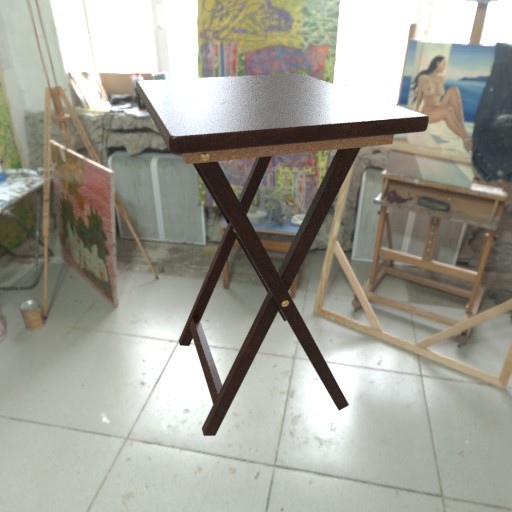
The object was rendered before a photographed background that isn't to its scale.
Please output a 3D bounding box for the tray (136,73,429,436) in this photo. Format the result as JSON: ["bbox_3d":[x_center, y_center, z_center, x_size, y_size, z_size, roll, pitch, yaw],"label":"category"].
[{"bbox_3d":[0.000,0.000,0.954,0.381,0.660,0.483,-9,31,-16],"label":"tray"}]
